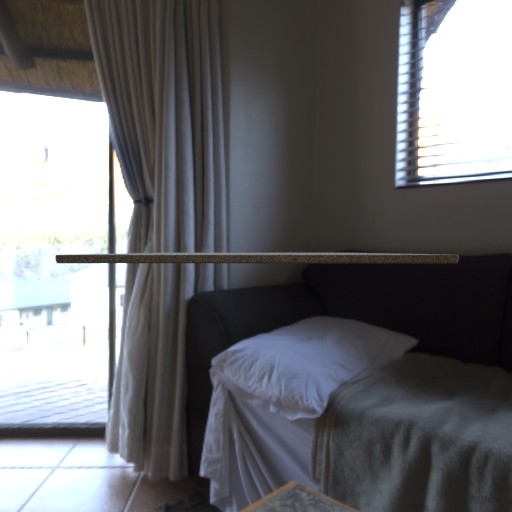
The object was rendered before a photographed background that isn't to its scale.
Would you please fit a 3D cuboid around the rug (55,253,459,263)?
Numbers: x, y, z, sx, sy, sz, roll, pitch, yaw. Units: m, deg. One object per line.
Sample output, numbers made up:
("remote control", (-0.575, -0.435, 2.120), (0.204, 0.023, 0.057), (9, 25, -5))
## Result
("rug", (0.000, 0.000, 2.094), (1.199, 0.025, 1.600), (0, 1, 0))
